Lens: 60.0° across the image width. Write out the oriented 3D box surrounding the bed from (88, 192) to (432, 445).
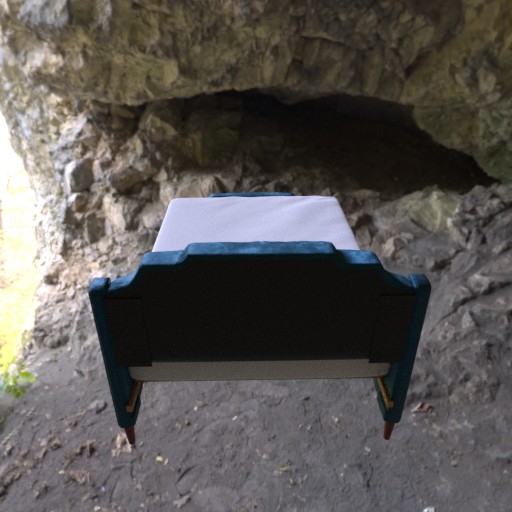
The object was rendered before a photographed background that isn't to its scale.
[{"bbox_3d":[0.000,0.000,3.374,1.678,1.338,2.322,-1,30,-1],"label":"bed"}]
